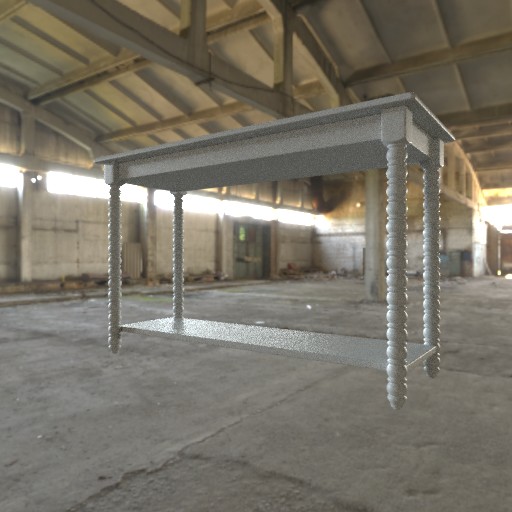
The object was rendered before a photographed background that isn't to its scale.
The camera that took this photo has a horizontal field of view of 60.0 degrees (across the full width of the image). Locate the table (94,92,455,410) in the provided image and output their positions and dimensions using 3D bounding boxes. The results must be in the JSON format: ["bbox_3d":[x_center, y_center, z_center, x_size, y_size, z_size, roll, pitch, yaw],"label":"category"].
[{"bbox_3d":[0.000,0.000,1.516,1.184,0.740,0.459,0,0,35],"label":"table"}]
